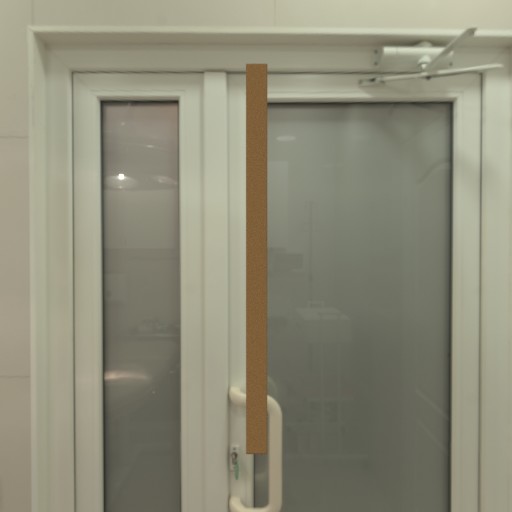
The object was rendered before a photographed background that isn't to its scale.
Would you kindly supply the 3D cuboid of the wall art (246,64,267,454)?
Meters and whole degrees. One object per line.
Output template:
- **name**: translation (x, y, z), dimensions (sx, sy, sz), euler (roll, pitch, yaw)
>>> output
- **wall art**: translation (0.000, 0.000, 1.147), dimensions (0.033, 0.608, 0.915), euler (0, 1, 0)
